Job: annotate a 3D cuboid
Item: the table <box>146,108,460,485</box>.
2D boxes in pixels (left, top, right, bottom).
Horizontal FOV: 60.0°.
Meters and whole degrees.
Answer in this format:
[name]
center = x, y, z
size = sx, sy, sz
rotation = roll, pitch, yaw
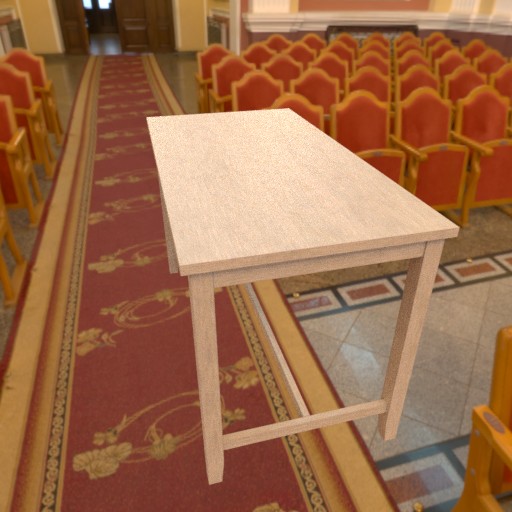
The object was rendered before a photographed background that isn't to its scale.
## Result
[table]
center = 0.000, 0.000, 1.881
size = 0.729, 0.874, 1.397
rotation = -8, 32, -13
